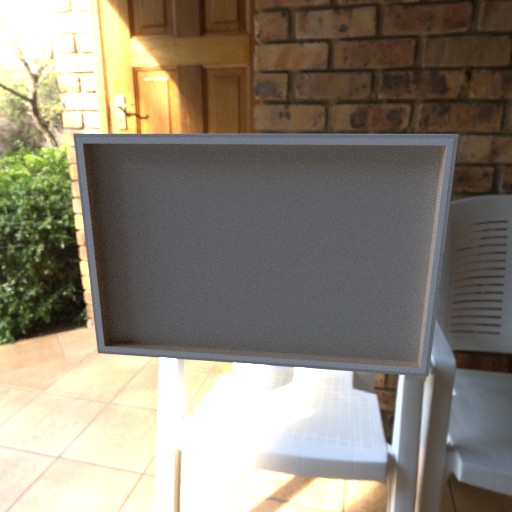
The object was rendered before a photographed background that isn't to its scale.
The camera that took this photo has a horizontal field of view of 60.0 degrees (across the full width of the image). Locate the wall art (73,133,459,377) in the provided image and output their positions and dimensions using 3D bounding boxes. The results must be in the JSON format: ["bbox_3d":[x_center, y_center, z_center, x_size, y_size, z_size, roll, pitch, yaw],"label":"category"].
[{"bbox_3d":[0.000,0.000,1.149,0.915,0.610,0.038,2,17,7],"label":"wall art"}]
